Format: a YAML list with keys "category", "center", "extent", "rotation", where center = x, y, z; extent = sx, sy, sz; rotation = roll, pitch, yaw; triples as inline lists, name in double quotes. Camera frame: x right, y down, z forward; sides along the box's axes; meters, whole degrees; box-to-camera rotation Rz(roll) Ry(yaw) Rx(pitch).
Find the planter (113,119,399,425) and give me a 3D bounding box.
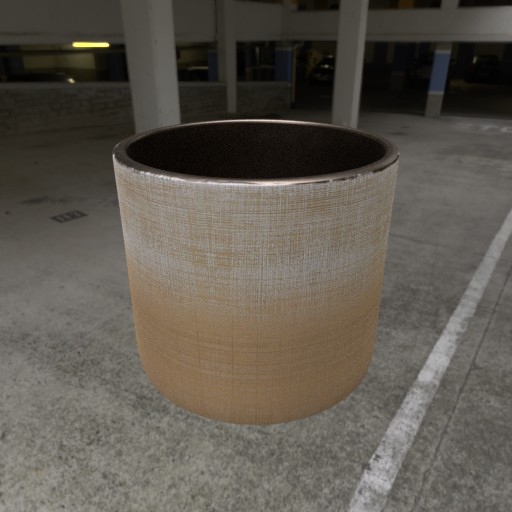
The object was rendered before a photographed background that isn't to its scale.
- category: "planter"
  center: [0.000, 0.000, 0.392]
  extent: [0.221, 0.201, 0.221]
  rotation: [0, 26, 0]
